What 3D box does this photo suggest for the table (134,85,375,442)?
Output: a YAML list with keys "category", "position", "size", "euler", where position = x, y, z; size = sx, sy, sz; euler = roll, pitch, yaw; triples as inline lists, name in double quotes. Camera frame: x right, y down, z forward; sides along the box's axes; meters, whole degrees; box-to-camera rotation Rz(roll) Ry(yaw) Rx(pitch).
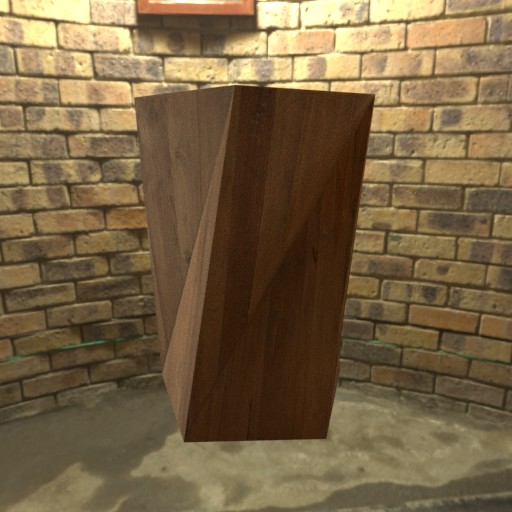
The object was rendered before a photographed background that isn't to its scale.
- category: "table"
  position: [0.000, 0.000, 0.902]
  size: [0.441, 0.604, 0.425]
  euler: [-14, 20, -43]
